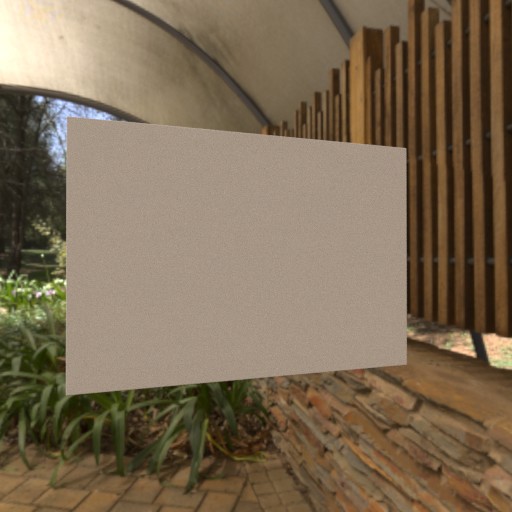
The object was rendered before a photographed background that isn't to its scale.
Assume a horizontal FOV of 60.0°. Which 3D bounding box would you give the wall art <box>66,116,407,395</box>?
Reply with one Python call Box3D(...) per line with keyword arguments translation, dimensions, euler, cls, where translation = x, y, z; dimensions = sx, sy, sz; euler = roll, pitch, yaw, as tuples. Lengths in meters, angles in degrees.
Box3D(translation=(0.000, 0.000, 1.663), dimensions=(1.308, 0.902, 0.051), euler=(0, 0, -19), cls="wall art")
